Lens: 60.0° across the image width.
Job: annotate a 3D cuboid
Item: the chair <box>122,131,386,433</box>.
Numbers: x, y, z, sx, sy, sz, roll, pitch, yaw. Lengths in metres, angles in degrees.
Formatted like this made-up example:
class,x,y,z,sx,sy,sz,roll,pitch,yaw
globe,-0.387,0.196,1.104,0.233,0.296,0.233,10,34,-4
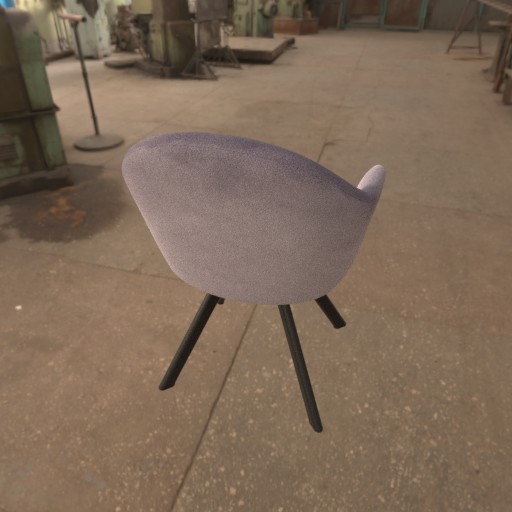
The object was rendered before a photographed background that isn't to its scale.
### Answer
class,x,y,z,sx,sy,sz,roll,pitch,yaw
chair,0.000,0.000,1.146,0.570,0.780,0.540,10,34,15
